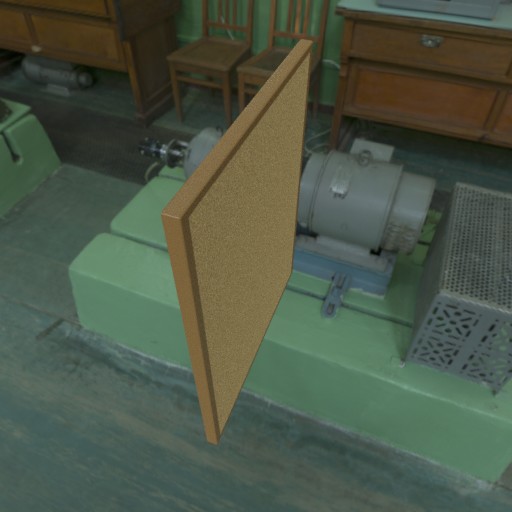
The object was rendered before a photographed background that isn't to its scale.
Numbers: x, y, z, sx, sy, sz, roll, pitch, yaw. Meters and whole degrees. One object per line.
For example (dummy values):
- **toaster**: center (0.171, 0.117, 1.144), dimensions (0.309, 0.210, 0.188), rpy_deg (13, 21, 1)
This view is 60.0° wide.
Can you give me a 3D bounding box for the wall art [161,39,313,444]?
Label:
- **wall art**: center (0.000, 0.000, 0.754), dimensions (0.021, 0.550, 0.449), rpy_deg (15, 48, 14)
